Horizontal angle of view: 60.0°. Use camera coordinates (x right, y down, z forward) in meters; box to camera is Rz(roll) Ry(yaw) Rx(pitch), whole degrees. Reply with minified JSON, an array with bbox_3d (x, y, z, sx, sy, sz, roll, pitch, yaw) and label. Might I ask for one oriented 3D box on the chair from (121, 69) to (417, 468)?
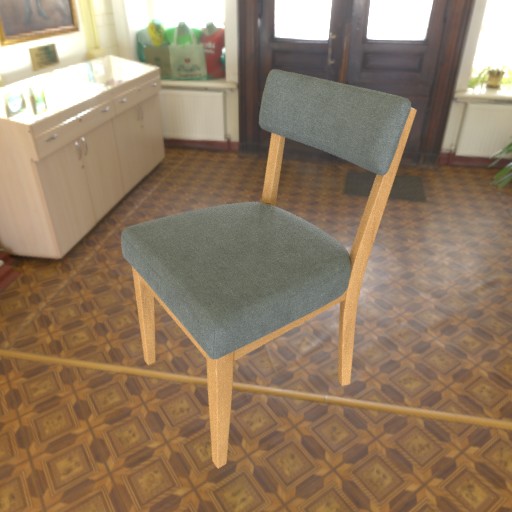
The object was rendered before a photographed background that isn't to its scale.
[{"bbox_3d":[0.000,0.000,1.180,0.572,0.832,0.508,-20,37,-29],"label":"chair"}]
